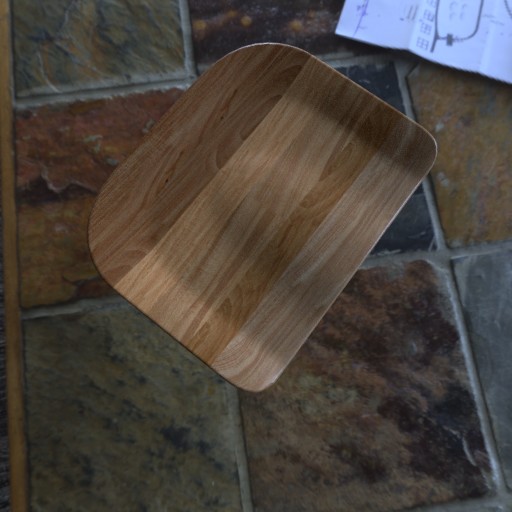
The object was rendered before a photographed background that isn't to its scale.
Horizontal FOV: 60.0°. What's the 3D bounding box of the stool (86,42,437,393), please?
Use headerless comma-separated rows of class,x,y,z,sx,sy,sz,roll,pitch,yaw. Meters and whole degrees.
stool,0.000,0.000,0.895,0.322,0.698,0.407,37,79,8
